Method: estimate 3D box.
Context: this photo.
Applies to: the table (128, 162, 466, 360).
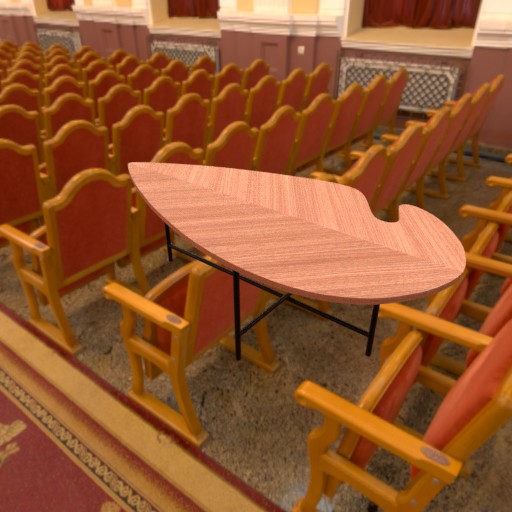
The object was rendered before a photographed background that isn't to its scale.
[{"bbox_3d":[0.000,0.000,1.419,1.199,0.360,0.598,22,37,32],"label":"table"}]
